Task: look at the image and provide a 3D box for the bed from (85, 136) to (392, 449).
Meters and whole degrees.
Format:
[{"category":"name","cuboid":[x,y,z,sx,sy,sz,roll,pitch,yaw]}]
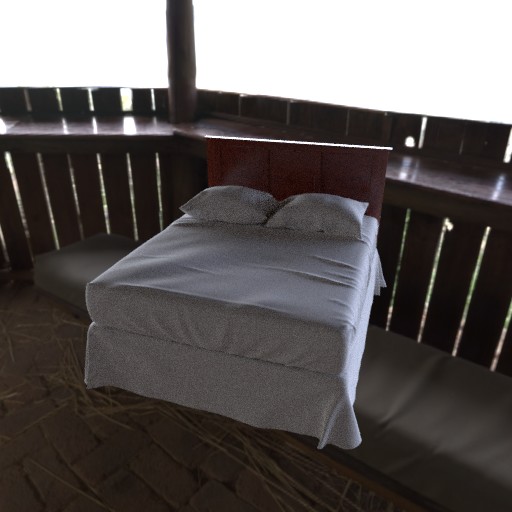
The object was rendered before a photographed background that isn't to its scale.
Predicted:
[{"category":"bed","cuboid":[0.000,0.000,3.237,1.870,1.270,2.050,8,27,17]}]
